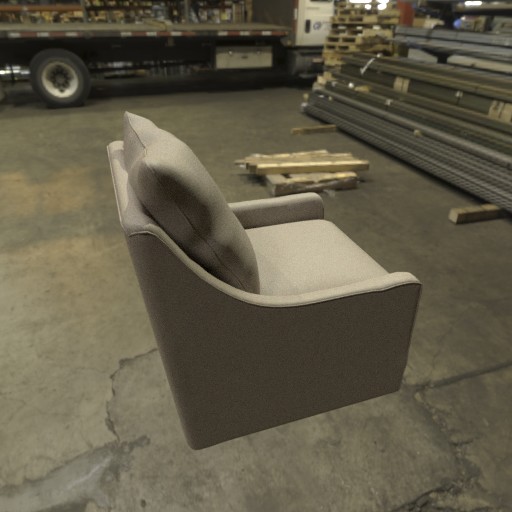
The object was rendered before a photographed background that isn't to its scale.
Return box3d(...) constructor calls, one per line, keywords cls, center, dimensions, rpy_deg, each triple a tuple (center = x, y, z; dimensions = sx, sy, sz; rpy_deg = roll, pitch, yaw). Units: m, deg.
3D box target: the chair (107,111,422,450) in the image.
box3d(cls="chair", center=(0.000, 0.000, 1.575), dimensions=(0.876, 0.942, 0.760), rpy_deg=(-10, 32, -16))
